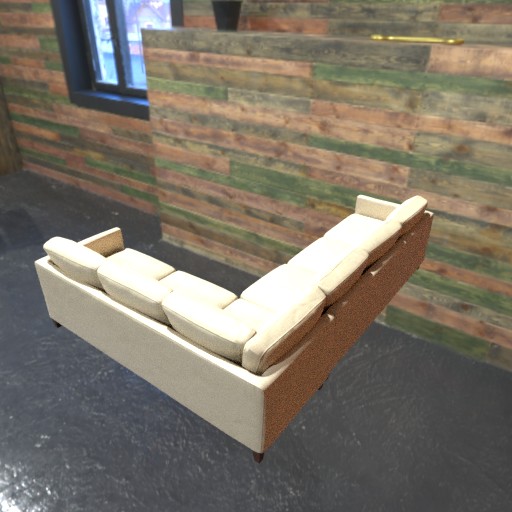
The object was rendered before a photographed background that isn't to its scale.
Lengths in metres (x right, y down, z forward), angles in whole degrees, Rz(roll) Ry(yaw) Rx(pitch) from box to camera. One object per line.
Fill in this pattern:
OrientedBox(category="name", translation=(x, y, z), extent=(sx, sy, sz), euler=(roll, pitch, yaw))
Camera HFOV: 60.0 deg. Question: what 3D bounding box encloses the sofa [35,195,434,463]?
OrientedBox(category="sofa", translation=(0.000, 0.000, 4.563), extent=(2.593, 0.947, 3.302), euler=(20, 36, 31))
